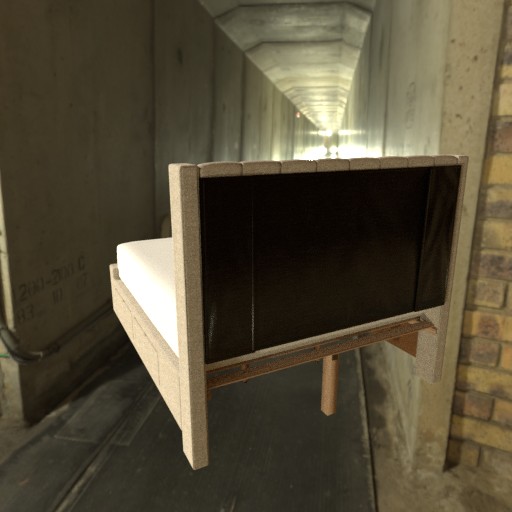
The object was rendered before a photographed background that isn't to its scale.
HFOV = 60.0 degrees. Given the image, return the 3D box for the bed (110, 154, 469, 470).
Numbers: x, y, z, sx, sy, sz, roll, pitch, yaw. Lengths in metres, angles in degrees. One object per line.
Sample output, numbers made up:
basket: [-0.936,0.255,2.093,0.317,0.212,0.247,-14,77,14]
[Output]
bed: [0.000,0.000,3.774,2.044,1.748,2.372,-8,18,-27]
